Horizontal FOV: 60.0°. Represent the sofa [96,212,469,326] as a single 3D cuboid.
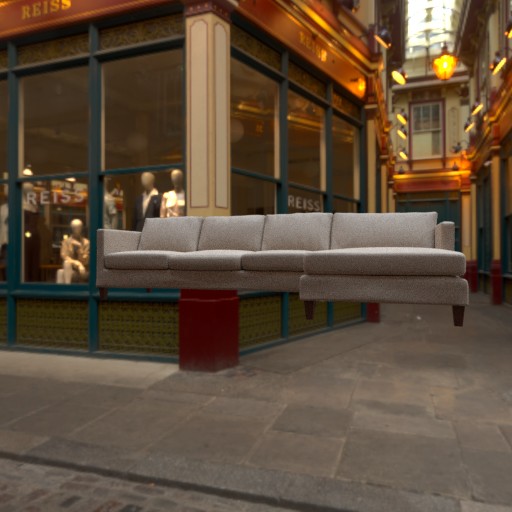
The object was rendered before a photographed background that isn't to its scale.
[{"bbox_3d":[0.000,0.000,3.885,3.186,0.846,1.625,0,0,18],"label":"sofa"}]
